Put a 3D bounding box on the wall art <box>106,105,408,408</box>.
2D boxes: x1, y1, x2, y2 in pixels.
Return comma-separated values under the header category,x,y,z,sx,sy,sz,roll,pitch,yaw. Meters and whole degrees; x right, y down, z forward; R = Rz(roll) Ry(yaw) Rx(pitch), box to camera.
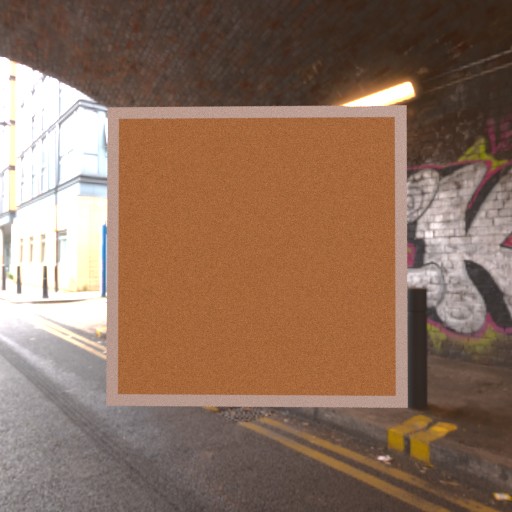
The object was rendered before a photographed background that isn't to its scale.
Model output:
category,x,y,z,sx,sy,sz,roll,pitch,yaw
wall art,0.000,0.000,1.205,0.812,0.813,0.013,0,-1,1
